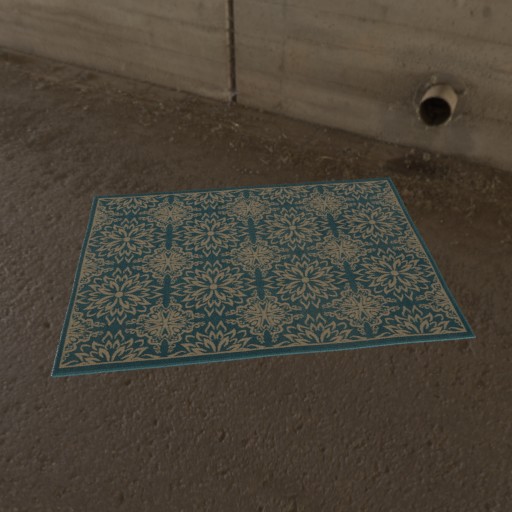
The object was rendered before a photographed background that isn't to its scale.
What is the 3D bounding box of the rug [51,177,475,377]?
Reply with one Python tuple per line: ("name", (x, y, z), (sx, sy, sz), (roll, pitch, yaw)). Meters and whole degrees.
("rug", (0.000, 0.000, 2.319), (1.833, 0.012, 1.211), (-4, 46, -4))
